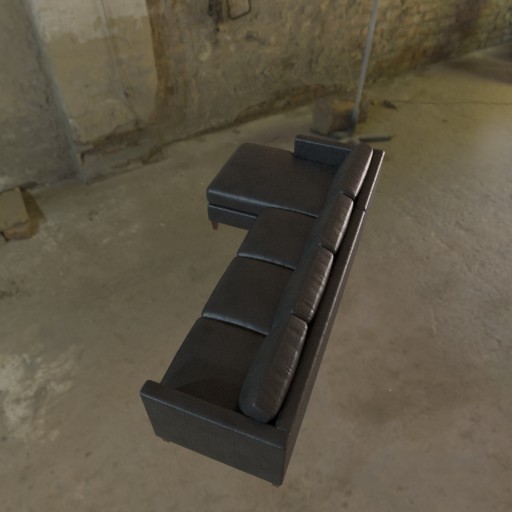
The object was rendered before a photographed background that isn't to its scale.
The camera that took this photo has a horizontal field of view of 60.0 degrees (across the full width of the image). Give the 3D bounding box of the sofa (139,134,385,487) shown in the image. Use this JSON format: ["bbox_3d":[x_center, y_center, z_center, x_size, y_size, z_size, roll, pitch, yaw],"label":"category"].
[{"bbox_3d":[0.000,0.000,3.864,1.581,0.883,3.203,15,47,15],"label":"sofa"}]
